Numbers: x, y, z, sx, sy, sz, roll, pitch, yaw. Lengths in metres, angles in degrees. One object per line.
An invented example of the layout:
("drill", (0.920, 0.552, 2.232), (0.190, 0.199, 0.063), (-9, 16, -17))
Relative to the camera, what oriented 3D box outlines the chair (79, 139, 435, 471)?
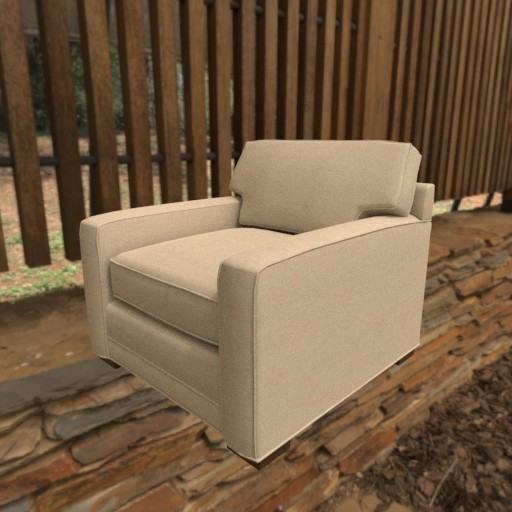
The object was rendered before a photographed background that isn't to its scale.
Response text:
("chair", (0.000, 0.000, 1.807), (0.998, 0.913, 1.043), (14, 21, 42))
